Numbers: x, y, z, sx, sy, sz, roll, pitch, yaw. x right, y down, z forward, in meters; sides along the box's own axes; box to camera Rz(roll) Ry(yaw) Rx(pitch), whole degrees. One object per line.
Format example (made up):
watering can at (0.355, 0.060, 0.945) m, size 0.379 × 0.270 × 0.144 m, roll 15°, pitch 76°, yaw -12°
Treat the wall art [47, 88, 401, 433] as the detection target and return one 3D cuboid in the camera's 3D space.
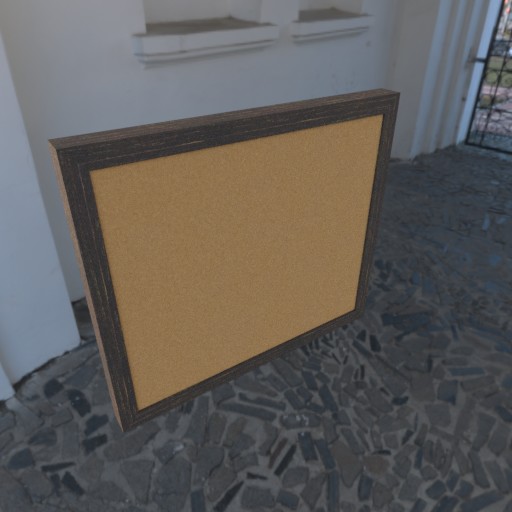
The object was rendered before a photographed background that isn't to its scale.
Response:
wall art at (0.000, 0.000, 0.520) m, size 0.381 × 0.330 × 0.031 m, roll -19°, pitch 36°, yaw -28°
